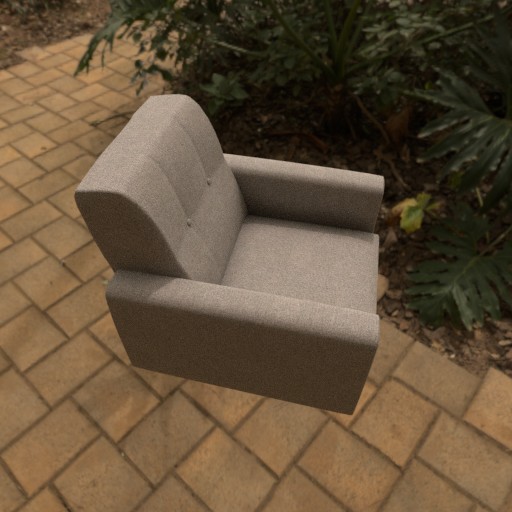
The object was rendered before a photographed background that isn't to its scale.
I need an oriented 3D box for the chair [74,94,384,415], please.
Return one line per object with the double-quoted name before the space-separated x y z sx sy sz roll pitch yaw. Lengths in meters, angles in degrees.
"chair" 0.000 0.000 1.702 0.942 0.968 0.845 9 47 8
